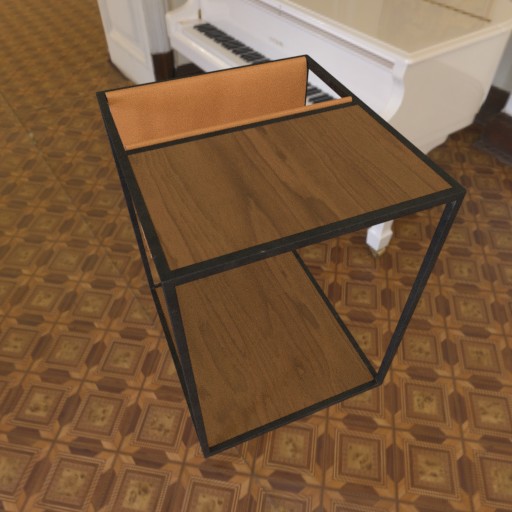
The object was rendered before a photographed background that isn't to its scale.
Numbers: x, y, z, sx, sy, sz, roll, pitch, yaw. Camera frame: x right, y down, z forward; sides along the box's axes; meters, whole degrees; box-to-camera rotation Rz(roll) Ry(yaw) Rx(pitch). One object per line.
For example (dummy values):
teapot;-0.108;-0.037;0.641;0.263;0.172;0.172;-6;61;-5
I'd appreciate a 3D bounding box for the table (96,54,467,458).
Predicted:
table;0.000;0.000;0.848;0.399;0.536;0.450;-17;49;-15
